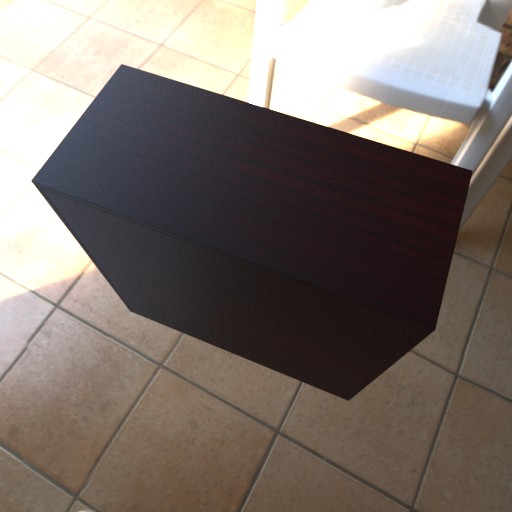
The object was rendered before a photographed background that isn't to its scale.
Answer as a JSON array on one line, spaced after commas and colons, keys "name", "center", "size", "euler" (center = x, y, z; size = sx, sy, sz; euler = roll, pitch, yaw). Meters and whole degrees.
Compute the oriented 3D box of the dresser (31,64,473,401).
[{"name": "dresser", "center": [0.000, 0.000, 1.149], "size": [0.750, 0.720, 0.360], "euler": [20, 65, 10]}]
